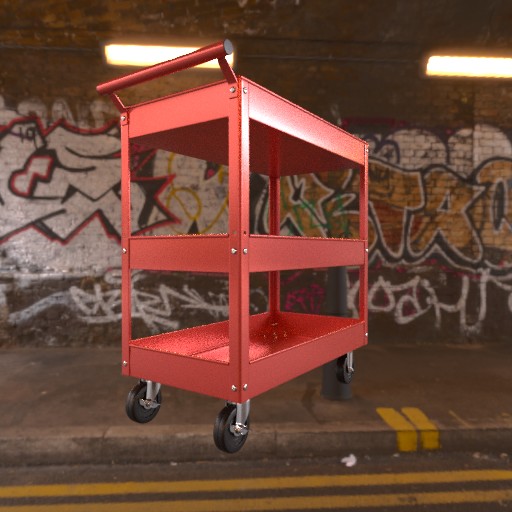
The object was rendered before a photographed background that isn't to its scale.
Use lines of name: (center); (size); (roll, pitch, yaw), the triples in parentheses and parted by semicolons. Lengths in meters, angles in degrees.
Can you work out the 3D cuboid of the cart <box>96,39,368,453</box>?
cart: (0.000, 0.000, 1.181); (0.366, 0.780, 0.719); (1, 1, 35)
